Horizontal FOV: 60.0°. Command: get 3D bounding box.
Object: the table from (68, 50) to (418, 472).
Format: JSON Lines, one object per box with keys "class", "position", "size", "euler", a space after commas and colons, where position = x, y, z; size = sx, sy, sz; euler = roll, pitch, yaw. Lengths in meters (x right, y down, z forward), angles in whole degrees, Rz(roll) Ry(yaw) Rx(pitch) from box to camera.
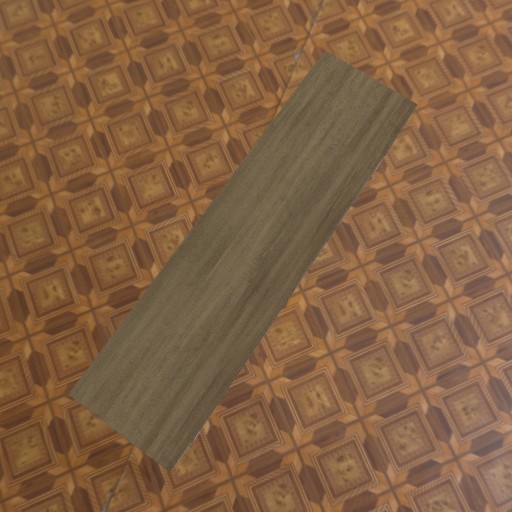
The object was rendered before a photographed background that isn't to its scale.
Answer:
{"class": "table", "position": [0.000, 0.000, 1.759], "size": [0.400, 0.530, 1.500], "euler": [34, 79, 7]}
